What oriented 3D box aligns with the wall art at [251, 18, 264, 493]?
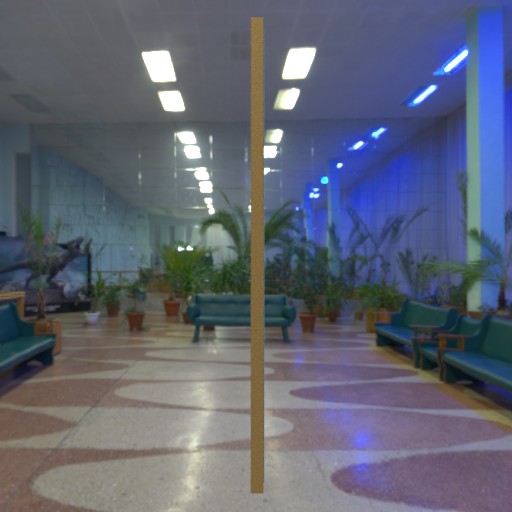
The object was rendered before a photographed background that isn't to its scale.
[{"bbox_3d":[0.000,0.000,0.652,0.013,0.455,0.457,0,0,0],"label":"wall art"}]
